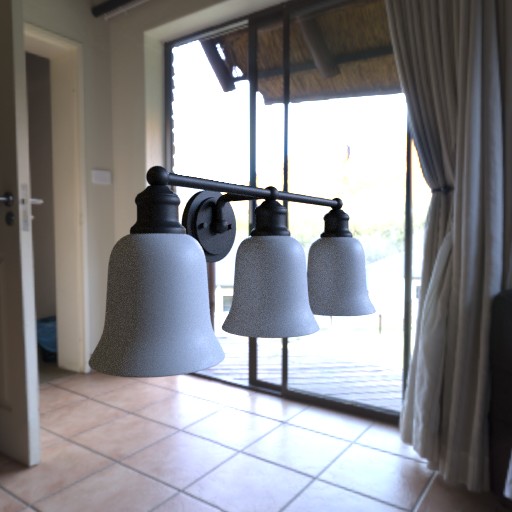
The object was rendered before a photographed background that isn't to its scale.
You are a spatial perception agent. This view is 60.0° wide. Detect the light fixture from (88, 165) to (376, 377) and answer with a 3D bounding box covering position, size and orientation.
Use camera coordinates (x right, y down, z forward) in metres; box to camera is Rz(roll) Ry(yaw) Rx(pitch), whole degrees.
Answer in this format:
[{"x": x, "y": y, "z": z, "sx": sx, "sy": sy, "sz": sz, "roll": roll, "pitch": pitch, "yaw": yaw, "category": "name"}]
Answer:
[{"x": 0.000, "y": 0.000, "z": 0.668, "sx": 0.198, "sy": 0.211, "sz": 0.570, "roll": 1, "pitch": 2, "yaw": 37, "category": "light fixture"}]
